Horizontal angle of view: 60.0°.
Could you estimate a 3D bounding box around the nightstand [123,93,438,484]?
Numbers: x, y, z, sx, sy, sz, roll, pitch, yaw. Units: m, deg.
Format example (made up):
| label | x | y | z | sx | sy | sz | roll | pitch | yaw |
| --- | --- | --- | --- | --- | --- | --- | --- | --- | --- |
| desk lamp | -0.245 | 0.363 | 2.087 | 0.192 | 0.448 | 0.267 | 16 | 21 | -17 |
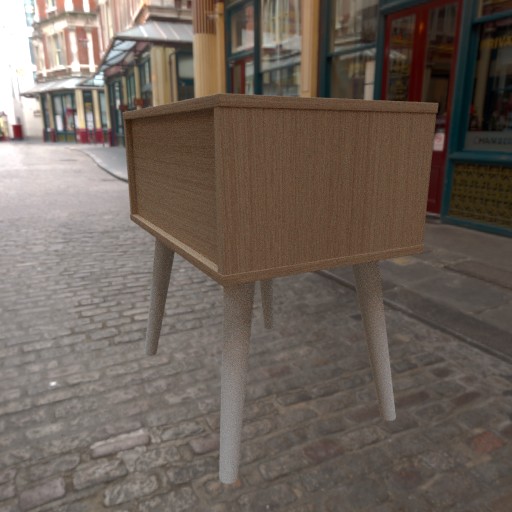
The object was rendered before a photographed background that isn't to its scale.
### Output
| label | x | y | z | sx | sy | sz | roll | pitch | yaw |
| --- | --- | --- | --- | --- | --- | --- | --- | --- | --- |
| nightstand | 0.000 | 0.000 | 0.966 | 0.407 | 0.610 | 0.571 | -8 | 17 | -27 |
